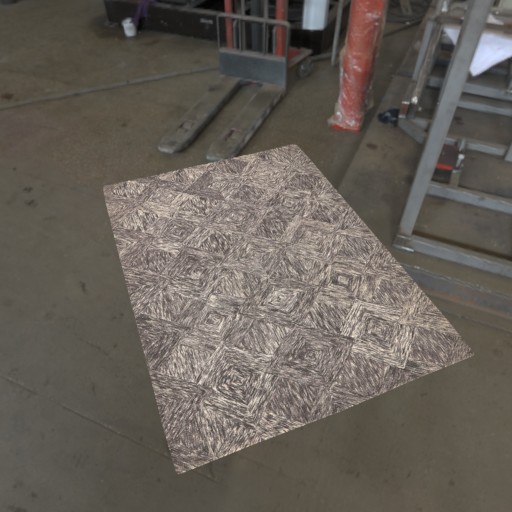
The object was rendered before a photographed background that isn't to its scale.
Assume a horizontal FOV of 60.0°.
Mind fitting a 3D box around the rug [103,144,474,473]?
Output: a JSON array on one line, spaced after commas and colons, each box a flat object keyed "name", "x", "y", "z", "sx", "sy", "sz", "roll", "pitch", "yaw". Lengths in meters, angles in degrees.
[{"name": "rug", "x": 0.000, "y": 0.000, "z": 5.230, "sx": 2.997, "sy": 0.020, "sz": 4.093, "roll": -16, "pitch": 48, "yaw": -15}]
